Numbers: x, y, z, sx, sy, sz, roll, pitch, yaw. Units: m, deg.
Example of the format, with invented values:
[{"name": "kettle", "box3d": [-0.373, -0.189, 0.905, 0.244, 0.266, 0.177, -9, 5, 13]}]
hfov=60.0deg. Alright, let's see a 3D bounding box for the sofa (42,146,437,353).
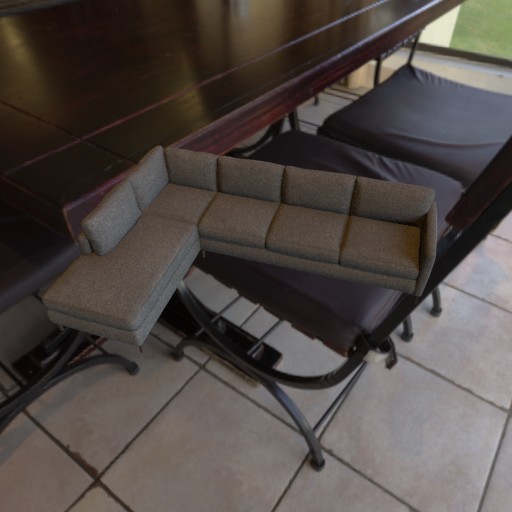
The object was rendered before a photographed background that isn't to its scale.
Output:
[{"name": "sofa", "box3d": [0.000, 0.000, 3.848, 2.949, 0.815, 2.007, 12, 43, 13]}]
